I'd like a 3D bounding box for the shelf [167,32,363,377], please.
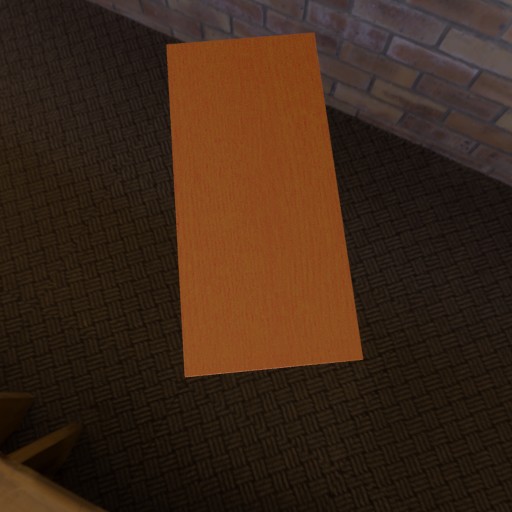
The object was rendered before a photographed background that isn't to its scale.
[{"bbox_3d":[0.000,0.000,1.350,0.305,1.067,0.660,-5,76,-1],"label":"shelf"}]
